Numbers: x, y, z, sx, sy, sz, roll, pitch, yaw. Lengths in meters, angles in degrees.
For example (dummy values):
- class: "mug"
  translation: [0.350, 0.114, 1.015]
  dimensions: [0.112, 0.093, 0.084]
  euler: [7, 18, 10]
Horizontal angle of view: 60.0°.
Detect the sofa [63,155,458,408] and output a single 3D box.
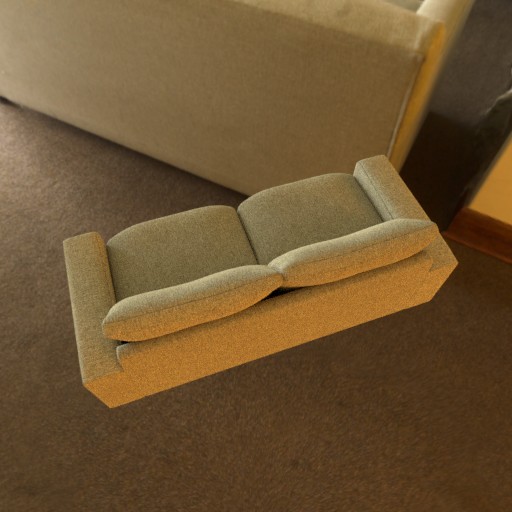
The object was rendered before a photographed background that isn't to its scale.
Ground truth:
- class: "sofa"
  translation: [0.000, 0.000, 2.878]
  dimensions: [2.299, 0.922, 1.040]
  euler: [-16, 60, -10]
